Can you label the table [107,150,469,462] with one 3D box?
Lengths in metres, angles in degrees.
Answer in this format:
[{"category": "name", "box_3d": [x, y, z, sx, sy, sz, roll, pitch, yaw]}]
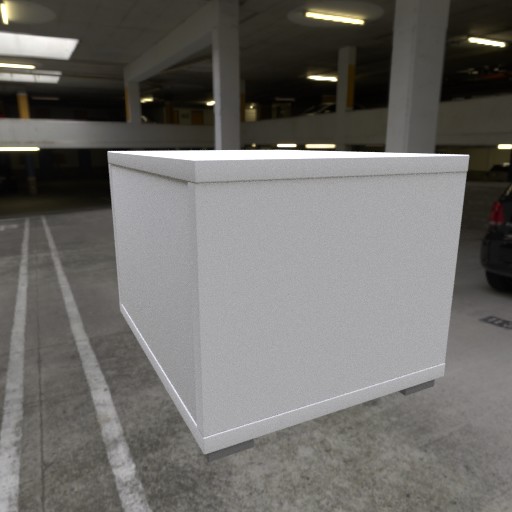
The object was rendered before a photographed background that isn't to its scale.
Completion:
[{"category": "table", "box_3d": [0.000, 0.000, 0.789, 0.399, 0.357, 0.517, -7, 16, -26]}]
